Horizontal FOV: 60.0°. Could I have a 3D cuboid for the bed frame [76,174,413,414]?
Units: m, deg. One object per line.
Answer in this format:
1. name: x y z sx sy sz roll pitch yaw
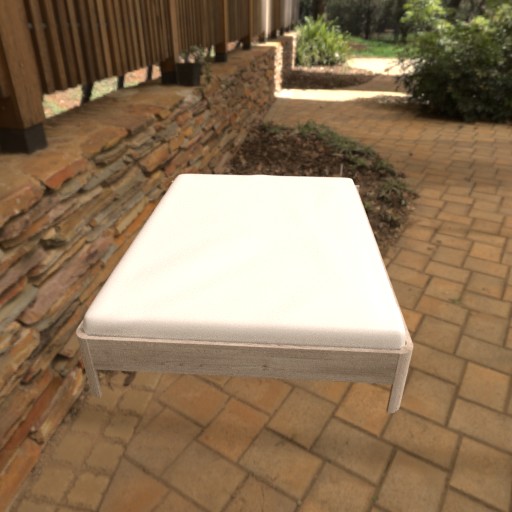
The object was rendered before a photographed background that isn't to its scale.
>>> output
1. bed frame: 0.000 0.000 2.743 1.490 0.462 1.950 2 29 3
